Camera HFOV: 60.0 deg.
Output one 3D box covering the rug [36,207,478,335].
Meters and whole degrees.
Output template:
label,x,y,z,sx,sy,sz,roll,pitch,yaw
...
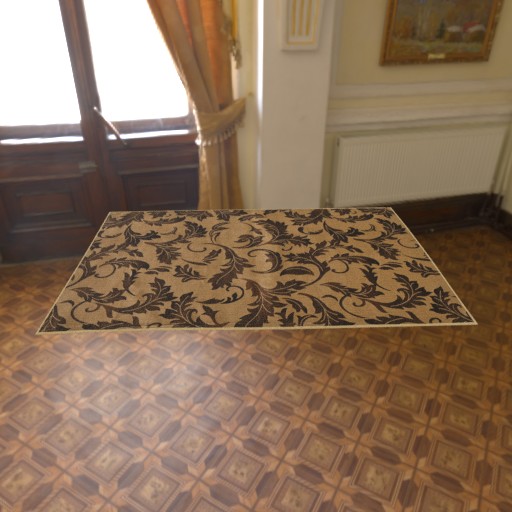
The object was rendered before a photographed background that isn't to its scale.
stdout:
label,x,y,z,sx,sy,sz,roll,pitch,yaw
rug,0.000,0.000,2.929,2.284,0.008,1.522,-1,30,-2
